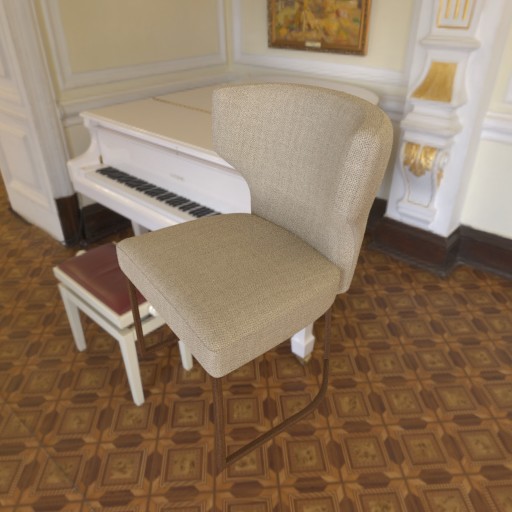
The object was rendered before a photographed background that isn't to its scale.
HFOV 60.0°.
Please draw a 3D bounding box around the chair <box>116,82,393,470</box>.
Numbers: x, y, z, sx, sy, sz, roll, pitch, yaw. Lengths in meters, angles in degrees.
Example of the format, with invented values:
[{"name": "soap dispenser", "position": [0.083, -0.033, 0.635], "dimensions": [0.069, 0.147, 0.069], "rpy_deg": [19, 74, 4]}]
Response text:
[{"name": "chair", "position": [0.000, 0.000, 1.239], "dimensions": [0.617, 0.824, 0.611], "rpy_deg": [-21, 37, -30]}]
